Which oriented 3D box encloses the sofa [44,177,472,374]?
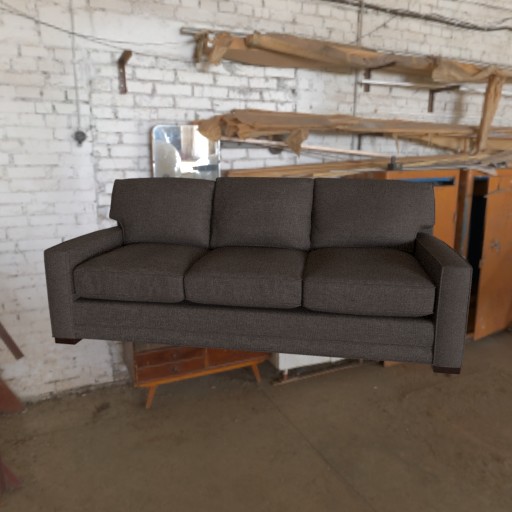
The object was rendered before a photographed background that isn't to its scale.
[{"bbox_3d":[0.000,0.000,2.880,2.369,0.978,1.004,2,13,9],"label":"sofa"}]
